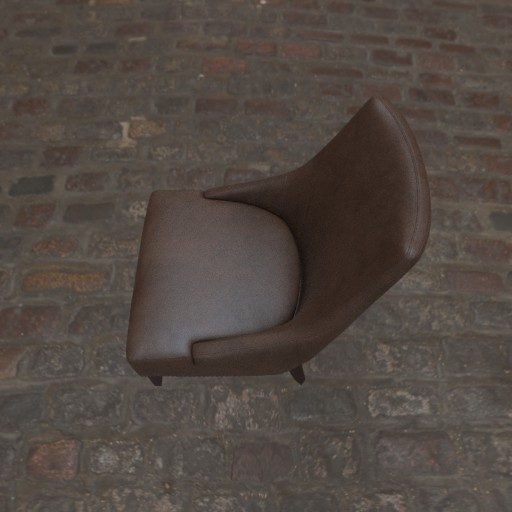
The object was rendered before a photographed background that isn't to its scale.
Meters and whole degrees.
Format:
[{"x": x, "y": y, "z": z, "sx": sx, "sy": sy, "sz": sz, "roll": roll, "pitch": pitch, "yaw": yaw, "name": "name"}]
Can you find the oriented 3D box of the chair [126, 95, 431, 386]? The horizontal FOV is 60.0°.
[{"x": 0.000, "y": 0.000, "z": 1.499, "sx": 0.861, "sy": 0.909, "sz": 0.701, "roll": 0, "pitch": 59, "yaw": 0, "name": "chair"}]
